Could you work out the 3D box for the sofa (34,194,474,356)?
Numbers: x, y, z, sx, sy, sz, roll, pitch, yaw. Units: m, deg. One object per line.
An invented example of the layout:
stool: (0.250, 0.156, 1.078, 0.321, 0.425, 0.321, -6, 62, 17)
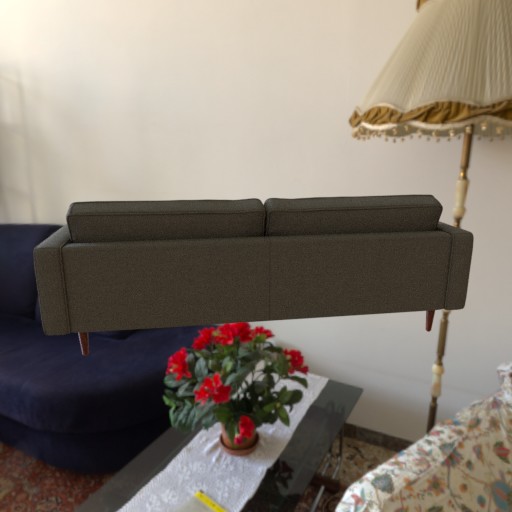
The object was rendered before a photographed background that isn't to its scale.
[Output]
sofa: (0.000, 0.000, 2.639, 2.198, 0.762, 0.914, -2, 15, -9)
